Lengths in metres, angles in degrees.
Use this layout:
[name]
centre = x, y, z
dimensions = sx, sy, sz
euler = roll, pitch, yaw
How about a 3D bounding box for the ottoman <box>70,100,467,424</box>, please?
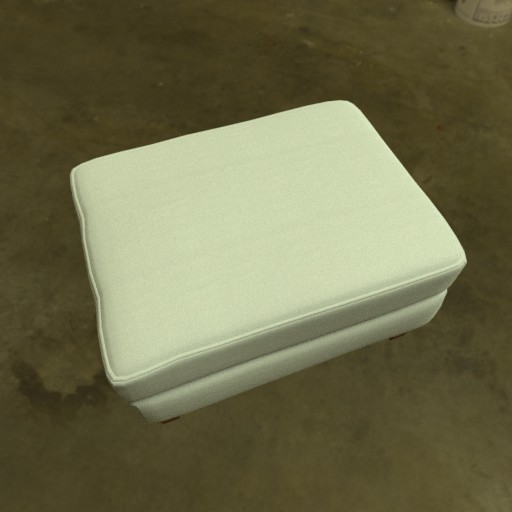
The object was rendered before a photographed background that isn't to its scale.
[ottoman]
centre = 0.000, 0.000, 1.215
dimensions = 0.818, 0.496, 0.634
euler = -17, 58, -11
